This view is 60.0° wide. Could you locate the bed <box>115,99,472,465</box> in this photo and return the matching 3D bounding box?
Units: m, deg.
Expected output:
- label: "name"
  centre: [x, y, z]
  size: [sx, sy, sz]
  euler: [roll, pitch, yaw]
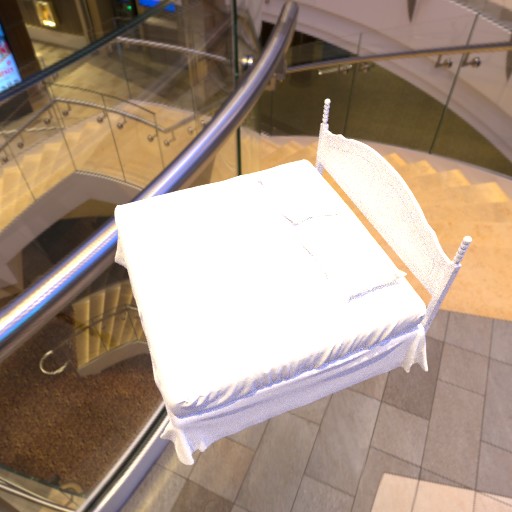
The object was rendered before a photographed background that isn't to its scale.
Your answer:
- label: "bed"
  centre: [0.000, 0.000, 3.595]
  size: [2.219, 1.355, 2.322]
  euler: [-17, 50, -15]
